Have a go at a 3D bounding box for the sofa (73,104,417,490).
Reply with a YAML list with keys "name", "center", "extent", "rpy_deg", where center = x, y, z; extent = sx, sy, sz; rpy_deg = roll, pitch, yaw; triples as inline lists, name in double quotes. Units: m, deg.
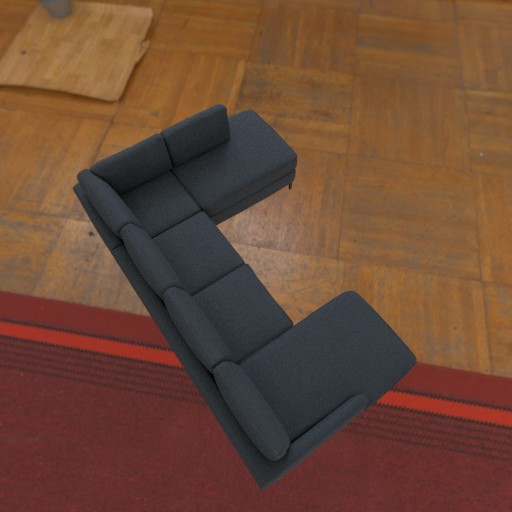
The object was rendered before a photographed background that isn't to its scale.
- name: "sofa"
  center: [0.000, 0.000, 3.790]
  extent: [1.984, 0.858, 2.975]
  rpy_deg: [-32, 65, -17]
